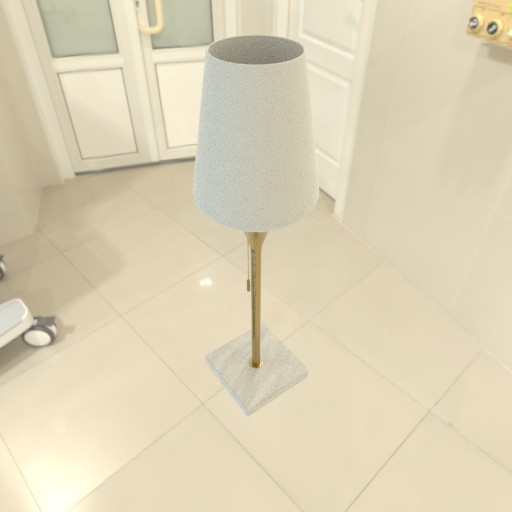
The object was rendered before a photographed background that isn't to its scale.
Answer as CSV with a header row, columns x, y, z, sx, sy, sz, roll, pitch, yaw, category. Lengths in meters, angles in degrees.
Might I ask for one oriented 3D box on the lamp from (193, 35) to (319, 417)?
x,y,z,sx,sy,sz,roll,pitch,yaw,category
0.000,0.000,0.724,0.181,0.639,0.181,-26,47,-26,lamp
